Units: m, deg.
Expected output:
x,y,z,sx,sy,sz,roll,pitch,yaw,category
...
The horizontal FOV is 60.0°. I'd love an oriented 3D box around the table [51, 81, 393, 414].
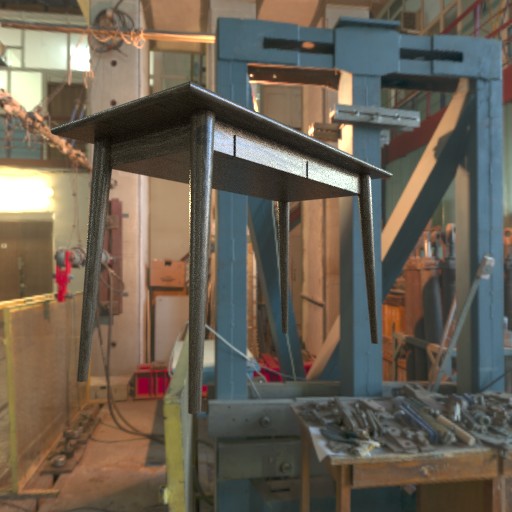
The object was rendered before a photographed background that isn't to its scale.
x,y,z,sx,sy,sz,roll,pitch,yaw,category
0.000,0.000,1.694,0.599,0.780,1.300,-1,-1,37,table
